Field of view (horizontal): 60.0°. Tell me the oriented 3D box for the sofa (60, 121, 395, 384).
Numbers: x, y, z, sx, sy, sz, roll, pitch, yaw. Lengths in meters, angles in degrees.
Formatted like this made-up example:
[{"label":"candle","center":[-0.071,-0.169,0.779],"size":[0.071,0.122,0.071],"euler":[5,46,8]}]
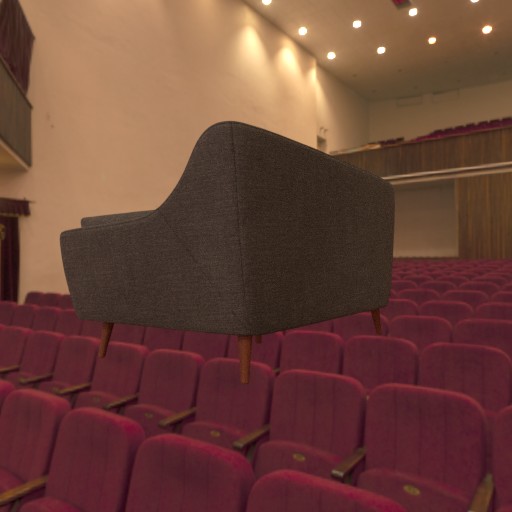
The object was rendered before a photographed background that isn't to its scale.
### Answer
[{"label":"sofa","center":[0.000,0.000,2.260],"size":[0.976,0.887,1.646],"euler":[-1,-1,36]}]
